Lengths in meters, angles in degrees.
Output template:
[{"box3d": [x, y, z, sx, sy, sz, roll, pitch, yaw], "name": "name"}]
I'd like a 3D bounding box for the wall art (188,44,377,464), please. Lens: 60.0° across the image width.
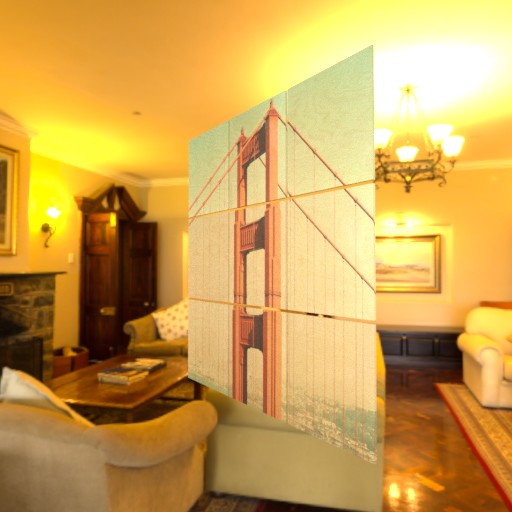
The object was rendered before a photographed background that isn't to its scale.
[{"box3d": [0.000, 0.000, 2.233, 0.013, 1.523, 1.517, 1, -2, -34], "name": "wall art"}]
